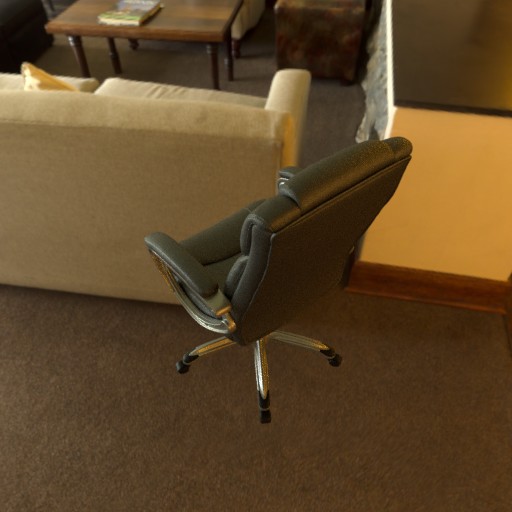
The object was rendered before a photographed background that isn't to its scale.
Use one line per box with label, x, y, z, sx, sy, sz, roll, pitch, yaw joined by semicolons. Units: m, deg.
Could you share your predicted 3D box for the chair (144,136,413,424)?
chair;0.000;0.000;1.593;0.721;1.130;0.719;-29;53;-25
